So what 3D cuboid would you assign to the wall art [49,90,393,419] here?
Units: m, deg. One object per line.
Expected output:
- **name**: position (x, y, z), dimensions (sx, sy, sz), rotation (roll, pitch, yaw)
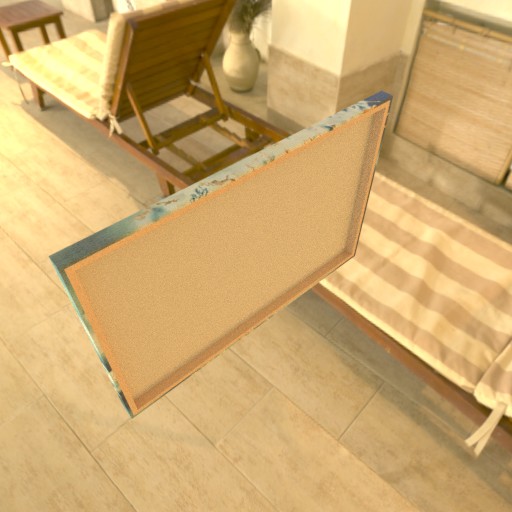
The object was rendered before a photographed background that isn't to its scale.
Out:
- **wall art**: position (0.000, 0.000, 1.178), dimensions (0.912, 0.608, 0.038), rotation (-32, 55, -27)
